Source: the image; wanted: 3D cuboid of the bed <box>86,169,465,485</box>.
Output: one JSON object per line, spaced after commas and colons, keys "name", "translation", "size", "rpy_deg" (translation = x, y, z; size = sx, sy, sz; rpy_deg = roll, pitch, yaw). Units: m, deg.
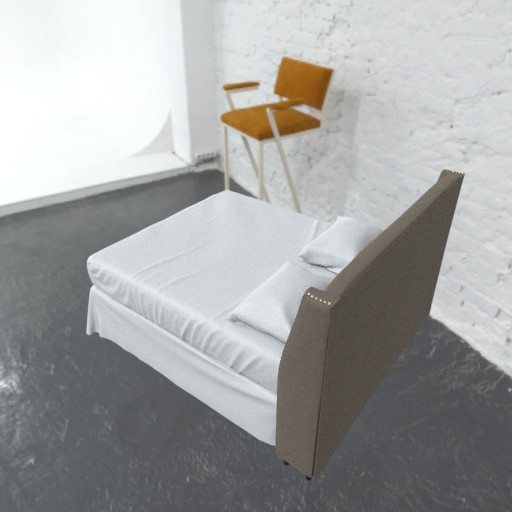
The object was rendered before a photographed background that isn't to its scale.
{"name": "bed", "translation": [0.000, 0.000, 3.384], "size": [2.276, 1.332, 1.925], "rpy_deg": [22, 38, 31]}
